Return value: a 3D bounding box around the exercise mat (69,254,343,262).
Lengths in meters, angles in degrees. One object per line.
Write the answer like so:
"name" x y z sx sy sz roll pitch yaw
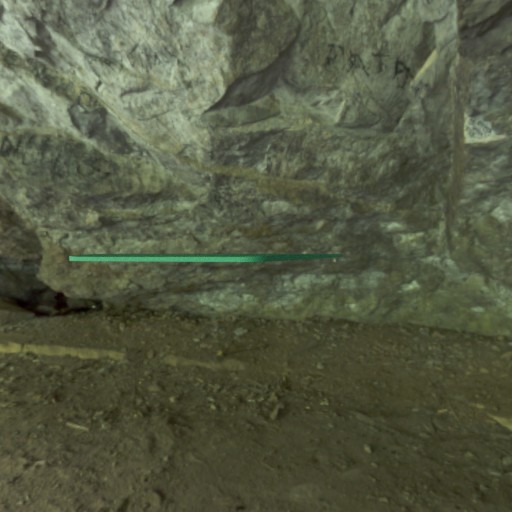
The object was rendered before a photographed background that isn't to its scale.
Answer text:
"exercise mat" 0.000 0.000 2.102 0.616 0.021 1.869 0 0 18
